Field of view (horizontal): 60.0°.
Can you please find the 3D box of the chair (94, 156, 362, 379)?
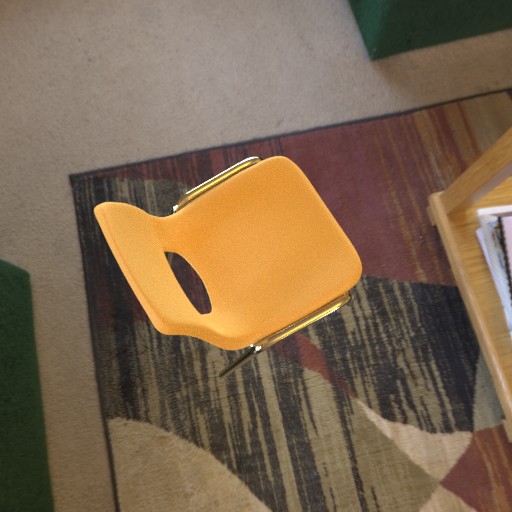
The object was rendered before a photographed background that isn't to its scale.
[{"bbox_3d":[0.000,0.000,0.965,0.436,0.704,0.381,-30,77,-8],"label":"chair"}]
